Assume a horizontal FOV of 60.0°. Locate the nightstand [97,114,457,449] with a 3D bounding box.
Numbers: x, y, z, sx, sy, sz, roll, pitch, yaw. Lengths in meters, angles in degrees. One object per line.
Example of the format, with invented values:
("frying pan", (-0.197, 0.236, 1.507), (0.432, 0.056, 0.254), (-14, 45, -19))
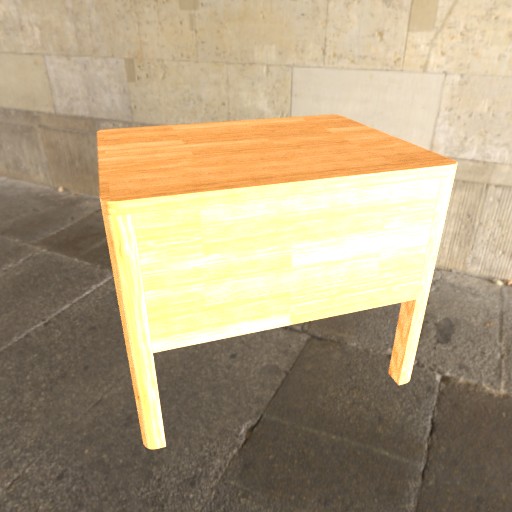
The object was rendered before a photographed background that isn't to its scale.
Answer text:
("nightstand", (0.000, 0.000, 0.934), (0.560, 0.470, 0.440), (-9, 30, -16))
